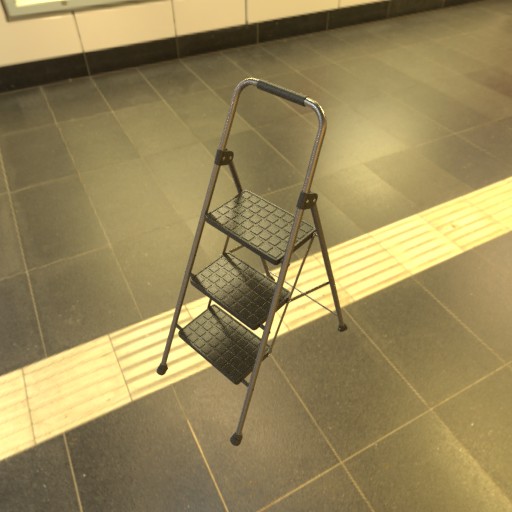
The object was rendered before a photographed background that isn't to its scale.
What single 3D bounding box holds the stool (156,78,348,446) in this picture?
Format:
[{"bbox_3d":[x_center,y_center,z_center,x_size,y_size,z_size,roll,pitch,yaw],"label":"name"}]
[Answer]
[{"bbox_3d":[0.000,0.000,1.534,0.473,1.121,0.733,32,53,29],"label":"stool"}]
